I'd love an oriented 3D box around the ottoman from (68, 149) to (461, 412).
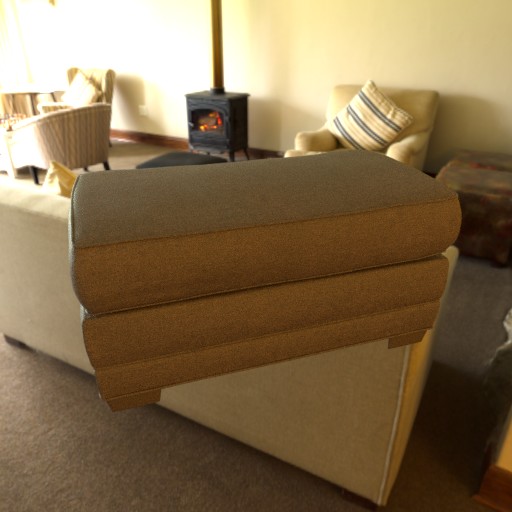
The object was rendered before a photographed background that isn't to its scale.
[{"bbox_3d":[0.000,0.000,1.156,0.864,0.448,0.490,-8,28,-16],"label":"ottoman"}]
